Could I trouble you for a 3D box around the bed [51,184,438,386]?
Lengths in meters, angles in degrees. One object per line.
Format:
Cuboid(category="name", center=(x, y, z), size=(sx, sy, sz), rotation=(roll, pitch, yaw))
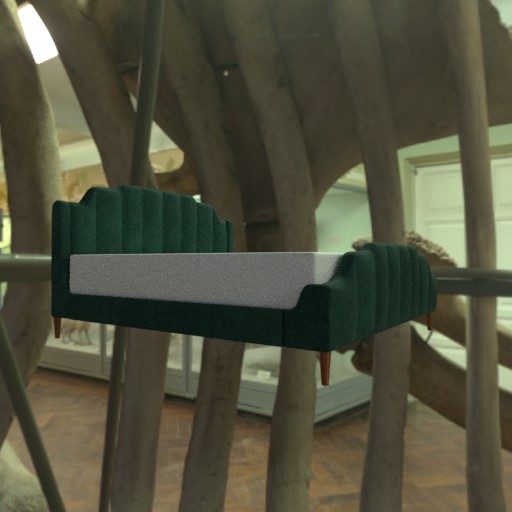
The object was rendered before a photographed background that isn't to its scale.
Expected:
Cuboid(category="bed", center=(0.000, 0.000, 3.531), size=(2.340, 1.245, 2.074), rotation=(0, -1, 35))
